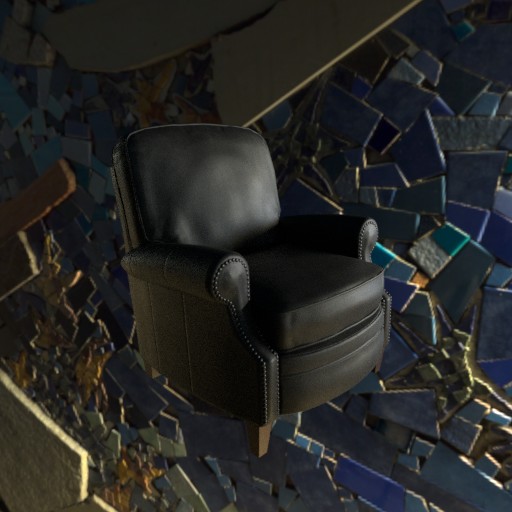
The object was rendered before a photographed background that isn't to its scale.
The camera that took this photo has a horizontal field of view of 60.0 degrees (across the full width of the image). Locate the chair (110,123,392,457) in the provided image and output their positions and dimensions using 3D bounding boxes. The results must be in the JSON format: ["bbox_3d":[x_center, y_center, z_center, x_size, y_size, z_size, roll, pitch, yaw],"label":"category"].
[{"bbox_3d":[0.000,0.000,1.760,0.986,1.018,0.936,15,22,42],"label":"chair"}]
